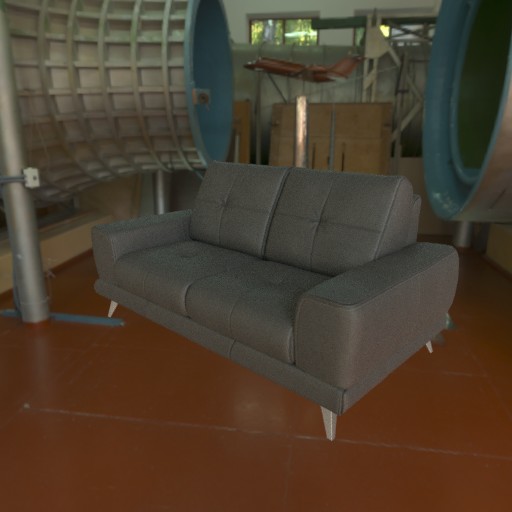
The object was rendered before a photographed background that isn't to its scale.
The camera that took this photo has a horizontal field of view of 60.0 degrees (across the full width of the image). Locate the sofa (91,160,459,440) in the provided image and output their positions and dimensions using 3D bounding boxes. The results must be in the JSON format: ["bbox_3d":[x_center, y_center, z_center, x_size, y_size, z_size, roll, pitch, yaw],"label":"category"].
[{"bbox_3d":[0.000,0.000,2.379,1.806,0.907,1.018,15,22,41],"label":"sofa"}]
